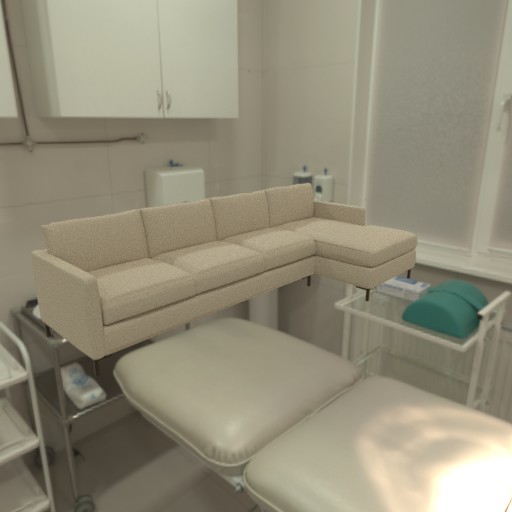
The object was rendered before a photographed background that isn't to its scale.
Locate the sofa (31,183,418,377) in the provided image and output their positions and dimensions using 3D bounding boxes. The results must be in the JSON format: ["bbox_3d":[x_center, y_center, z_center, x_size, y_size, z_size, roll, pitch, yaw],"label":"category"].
[{"bbox_3d":[0.000,0.000,3.255,1.258,0.755,2.731,16,23,42],"label":"sofa"}]
